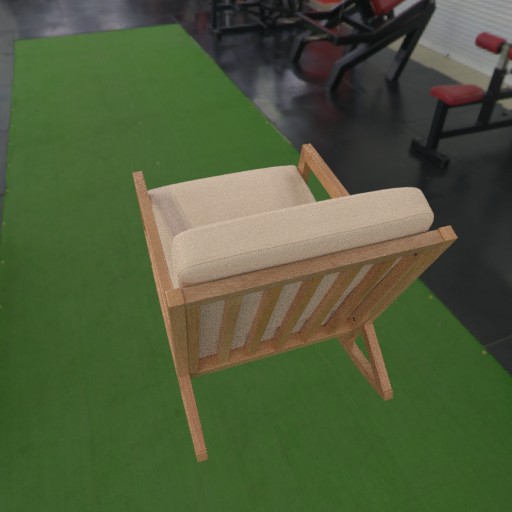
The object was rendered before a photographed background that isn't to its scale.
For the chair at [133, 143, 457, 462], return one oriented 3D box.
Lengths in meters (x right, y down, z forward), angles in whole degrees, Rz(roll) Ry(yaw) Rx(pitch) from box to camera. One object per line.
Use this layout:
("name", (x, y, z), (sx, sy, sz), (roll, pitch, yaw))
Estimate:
("chair", (0.000, 0.000, 1.386), (0.622, 0.790, 0.857), (-13, 43, -14))
